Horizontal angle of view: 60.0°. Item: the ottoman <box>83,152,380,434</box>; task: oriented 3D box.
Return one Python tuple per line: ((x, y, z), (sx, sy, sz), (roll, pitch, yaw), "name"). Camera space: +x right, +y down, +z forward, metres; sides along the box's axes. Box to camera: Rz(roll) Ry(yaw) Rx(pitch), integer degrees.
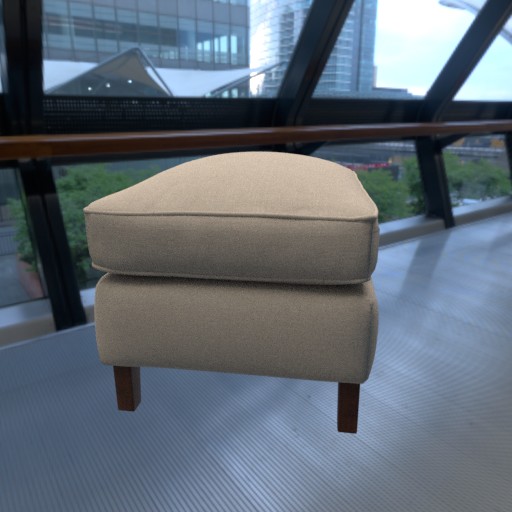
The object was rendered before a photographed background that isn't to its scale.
((0.000, 0.000, 1.009), (0.501, 0.456, 0.665), (3, 17, 8), "ottoman")
